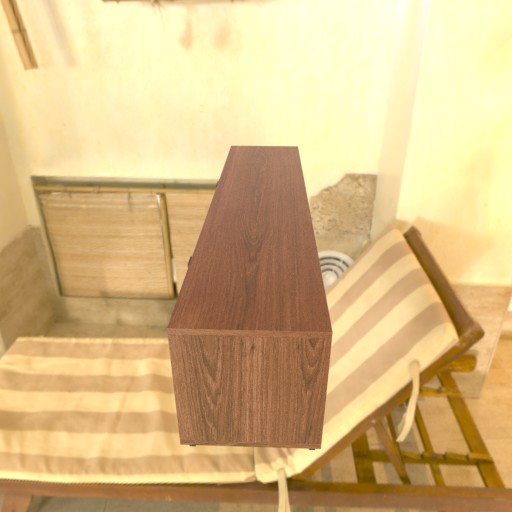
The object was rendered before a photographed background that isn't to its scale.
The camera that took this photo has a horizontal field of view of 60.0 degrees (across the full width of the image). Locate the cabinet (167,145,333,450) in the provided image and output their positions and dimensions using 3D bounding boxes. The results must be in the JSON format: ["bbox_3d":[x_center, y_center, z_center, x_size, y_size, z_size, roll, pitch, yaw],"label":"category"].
[{"bbox_3d":[0.000,0.000,1.829,0.400,0.500,1.650,1,28,2],"label":"cabinet"}]
